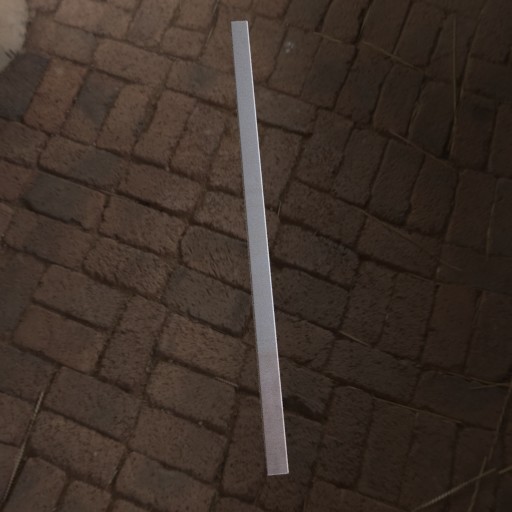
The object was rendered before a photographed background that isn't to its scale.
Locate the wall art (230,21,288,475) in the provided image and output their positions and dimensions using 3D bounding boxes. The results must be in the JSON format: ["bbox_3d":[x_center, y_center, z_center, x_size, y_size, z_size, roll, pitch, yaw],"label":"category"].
[{"bbox_3d":[0.000,0.000,1.161,0.040,0.608,0.916,-5,77,-1],"label":"wall art"}]
